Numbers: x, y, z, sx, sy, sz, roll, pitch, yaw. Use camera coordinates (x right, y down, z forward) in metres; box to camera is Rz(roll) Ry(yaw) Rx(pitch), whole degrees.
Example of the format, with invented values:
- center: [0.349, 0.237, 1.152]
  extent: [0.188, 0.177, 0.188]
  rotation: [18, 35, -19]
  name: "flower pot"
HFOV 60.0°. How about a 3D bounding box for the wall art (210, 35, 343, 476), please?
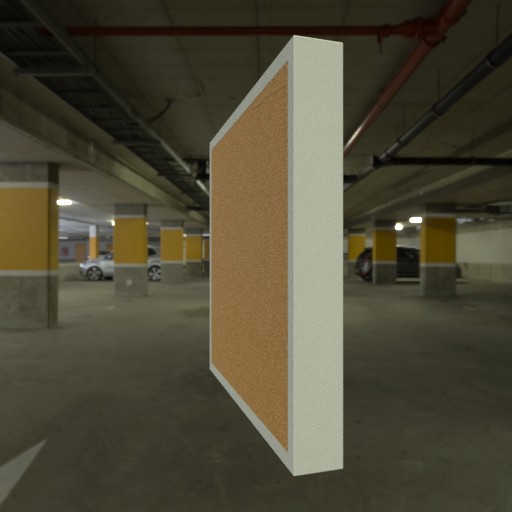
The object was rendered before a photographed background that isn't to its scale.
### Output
- center: [0.000, 0.000, 0.457]
  extent: [0.038, 0.305, 0.305]
  rotation: [0, 0, -17]
  name: "wall art"
